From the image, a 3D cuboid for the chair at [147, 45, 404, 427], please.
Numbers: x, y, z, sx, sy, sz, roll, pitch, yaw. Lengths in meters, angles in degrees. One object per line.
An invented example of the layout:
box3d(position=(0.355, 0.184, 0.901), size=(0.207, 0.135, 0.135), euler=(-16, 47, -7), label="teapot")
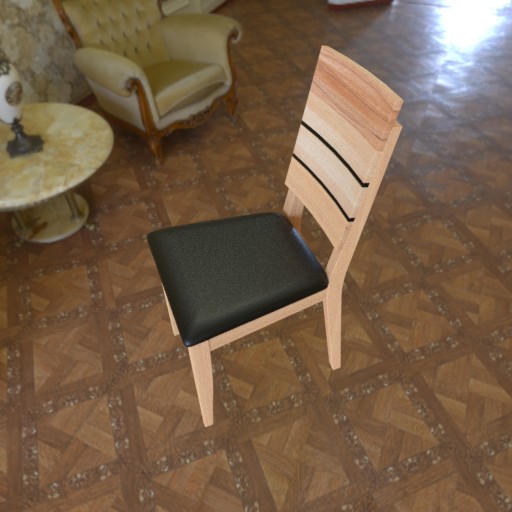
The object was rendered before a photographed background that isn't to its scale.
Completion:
box3d(position=(0.000, 0.000, 1.207), size=(0.520, 0.940, 0.410), euler=(-16, 47, -16), label="chair")
